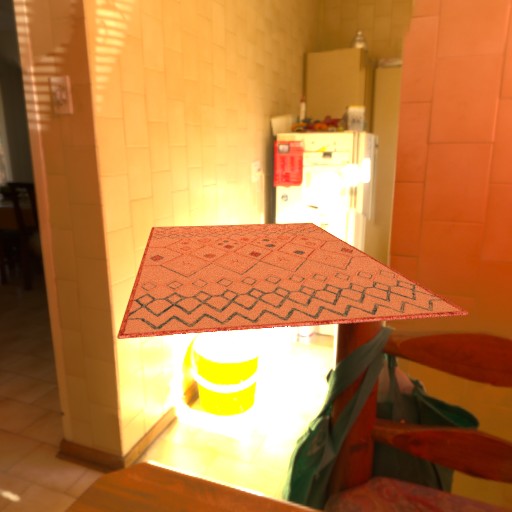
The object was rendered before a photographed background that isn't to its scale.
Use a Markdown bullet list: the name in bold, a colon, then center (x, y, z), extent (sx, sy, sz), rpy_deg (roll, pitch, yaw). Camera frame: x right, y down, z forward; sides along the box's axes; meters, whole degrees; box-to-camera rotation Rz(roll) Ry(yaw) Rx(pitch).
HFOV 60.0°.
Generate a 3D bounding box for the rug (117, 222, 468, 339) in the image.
- **rug**: center (0.000, 0.000, 3.030), extent (1.524, 0.015, 2.438), rpy_deg (-2, 14, -9)
